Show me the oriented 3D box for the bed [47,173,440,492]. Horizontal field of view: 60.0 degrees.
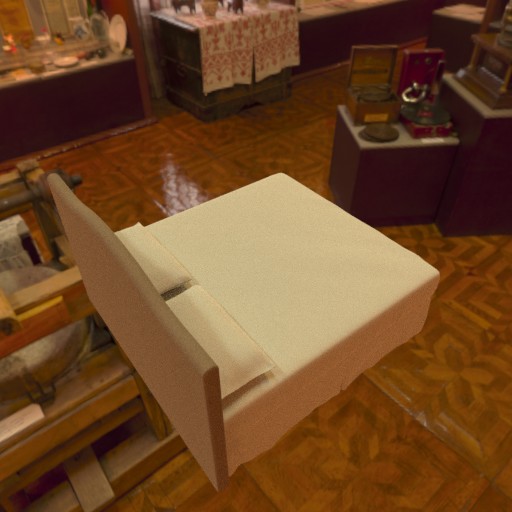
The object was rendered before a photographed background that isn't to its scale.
[{"bbox_3d":[0.000,0.000,3.415,2.182,1.421,2.083,-27,47,-27],"label":"bed"}]
